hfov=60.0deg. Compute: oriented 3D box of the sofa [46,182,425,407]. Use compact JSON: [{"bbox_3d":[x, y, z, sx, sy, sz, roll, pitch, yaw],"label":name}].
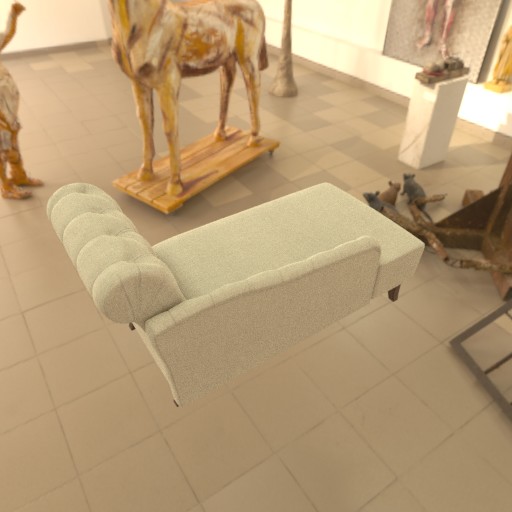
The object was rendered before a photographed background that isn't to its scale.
[{"bbox_3d":[0.000,0.000,1.860,1.379,0.787,0.675,-23,44,-26],"label":"sofa"}]
